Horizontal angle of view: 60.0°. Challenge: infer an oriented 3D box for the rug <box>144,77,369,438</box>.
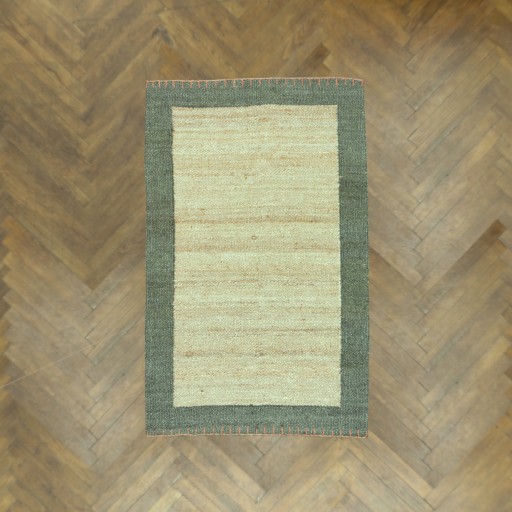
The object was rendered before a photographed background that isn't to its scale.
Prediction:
[{"bbox_3d":[0.000,0.000,2.997,1.521,0.006,2.435,0,89,1],"label":"rug"}]
